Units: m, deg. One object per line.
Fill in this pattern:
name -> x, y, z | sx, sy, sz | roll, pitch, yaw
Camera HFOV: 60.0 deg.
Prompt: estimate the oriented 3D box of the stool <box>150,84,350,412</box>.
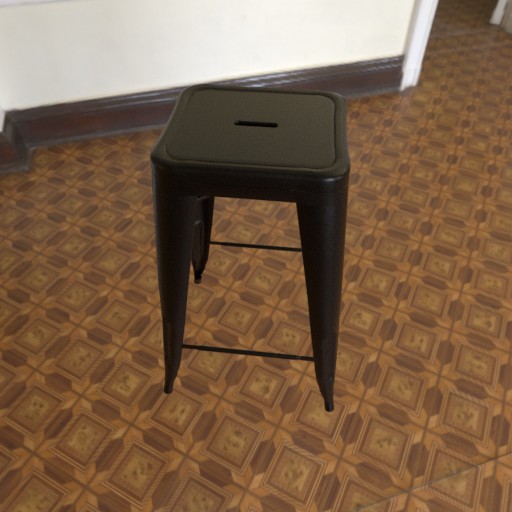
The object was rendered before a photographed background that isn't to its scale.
stool -> 0.000, 0.000, 0.918 | 0.455, 0.609, 0.423 | -3, 47, -3
